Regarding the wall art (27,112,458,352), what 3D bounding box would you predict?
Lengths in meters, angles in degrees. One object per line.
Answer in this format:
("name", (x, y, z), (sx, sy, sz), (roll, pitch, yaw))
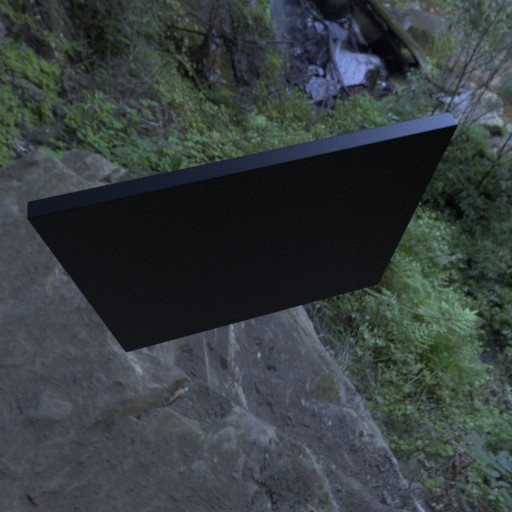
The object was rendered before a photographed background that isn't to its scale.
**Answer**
("wall art", (0.000, 0.000, 0.751), (0.558, 0.457, 0.031), (-14, 59, -8))
